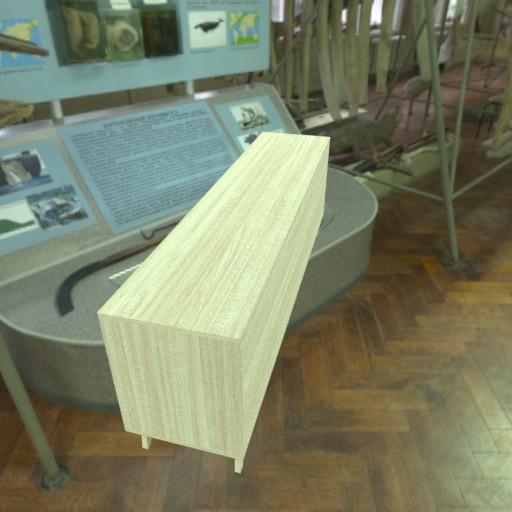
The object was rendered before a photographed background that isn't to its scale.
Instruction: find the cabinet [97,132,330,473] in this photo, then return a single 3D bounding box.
[{"bbox_3d":[0.000,0.000,2.535,0.500,0.780,2.200,8,32,13],"label":"cabinet"}]
